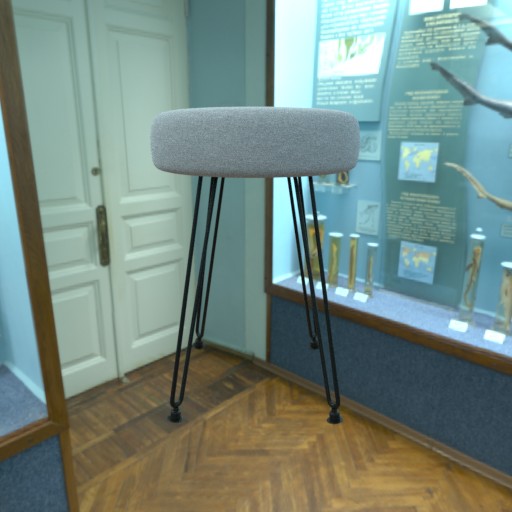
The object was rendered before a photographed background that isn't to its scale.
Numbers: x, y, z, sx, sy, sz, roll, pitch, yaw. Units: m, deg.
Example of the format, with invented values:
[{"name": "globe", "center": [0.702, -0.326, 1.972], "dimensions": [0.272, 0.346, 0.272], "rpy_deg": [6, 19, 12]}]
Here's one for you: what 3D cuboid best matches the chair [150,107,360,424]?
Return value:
[{"name": "chair", "center": [0.000, 0.000, 0.701], "dimensions": [0.350, 0.440, 0.350], "rpy_deg": [-15, 22, -42]}]
